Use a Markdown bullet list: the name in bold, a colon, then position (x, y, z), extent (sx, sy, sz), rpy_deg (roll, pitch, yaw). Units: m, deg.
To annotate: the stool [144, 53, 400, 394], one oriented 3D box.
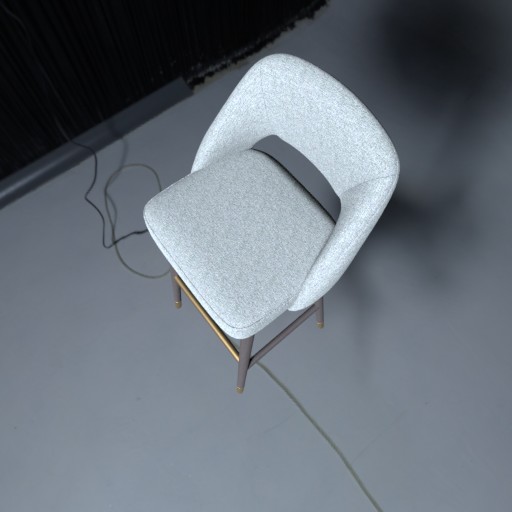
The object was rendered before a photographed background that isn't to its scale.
- **stool**: position (0.000, 0.000, 1.393), extent (0.524, 1.089, 0.536), rpy_deg (-35, 69, -15)
